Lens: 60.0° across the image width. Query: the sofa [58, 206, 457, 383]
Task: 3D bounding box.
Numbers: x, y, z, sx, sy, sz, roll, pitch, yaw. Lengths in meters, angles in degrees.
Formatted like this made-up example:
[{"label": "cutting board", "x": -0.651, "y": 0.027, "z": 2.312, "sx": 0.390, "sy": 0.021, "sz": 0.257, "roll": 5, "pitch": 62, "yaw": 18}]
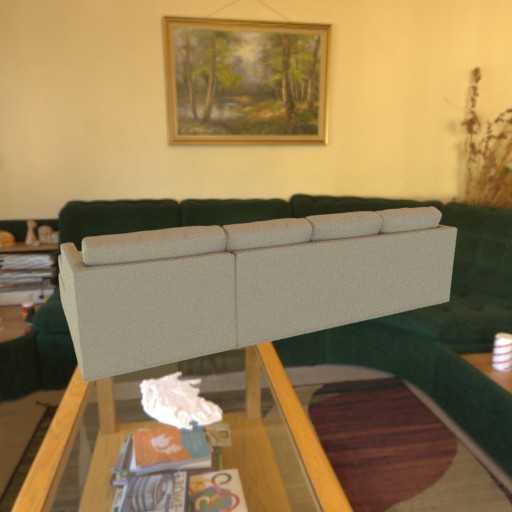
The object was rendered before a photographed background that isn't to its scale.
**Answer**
[{"label": "sofa", "x": 0.000, "y": 0.000, "z": 3.950, "sx": 3.177, "sy": 0.867, "sz": 1.622, "roll": -7, "pitch": 15, "yaw": -26}]
